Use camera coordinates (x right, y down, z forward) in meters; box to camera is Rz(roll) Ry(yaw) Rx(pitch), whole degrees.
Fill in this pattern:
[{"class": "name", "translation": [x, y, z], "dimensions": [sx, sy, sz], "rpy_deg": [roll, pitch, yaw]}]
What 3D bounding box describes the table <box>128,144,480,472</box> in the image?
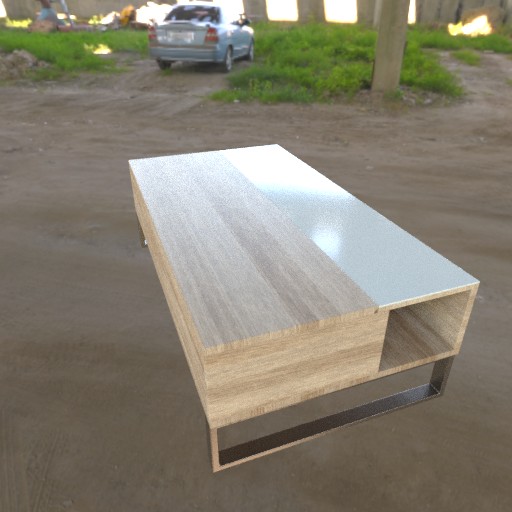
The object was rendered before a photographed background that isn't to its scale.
[{"class": "table", "translation": [0.000, 0.000, 1.379], "dimensions": [0.600, 0.350, 1.100], "rpy_deg": [-11, 32, -18]}]
